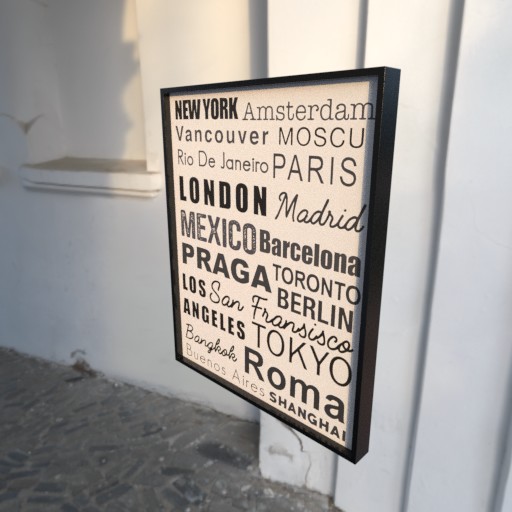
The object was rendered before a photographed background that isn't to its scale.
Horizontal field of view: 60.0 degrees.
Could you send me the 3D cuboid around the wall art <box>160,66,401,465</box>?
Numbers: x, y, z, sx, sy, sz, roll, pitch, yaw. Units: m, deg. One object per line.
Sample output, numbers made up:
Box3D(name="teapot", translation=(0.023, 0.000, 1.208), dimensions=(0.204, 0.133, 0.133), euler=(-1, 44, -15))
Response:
Box3D(name="wall art", translation=(0.000, 0.000, 0.746), dimensions=(0.448, 0.551, 0.038), euler=(15, 22, 42))
